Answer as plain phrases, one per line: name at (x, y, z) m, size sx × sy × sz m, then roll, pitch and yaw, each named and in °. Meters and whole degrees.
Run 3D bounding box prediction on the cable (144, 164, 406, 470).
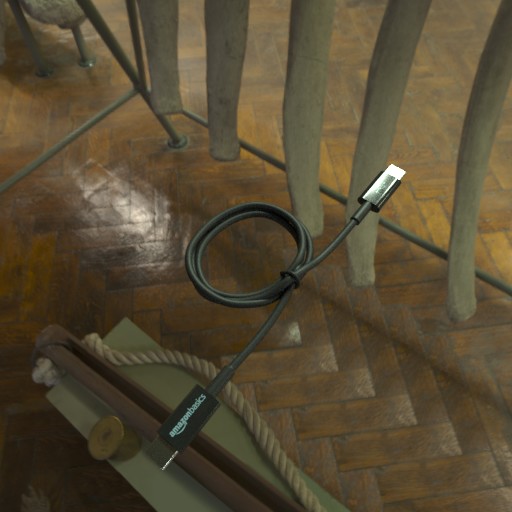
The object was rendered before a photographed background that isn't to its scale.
cable at (0.000, 0.000, 0.229) m, size 0.070 × 0.014 × 0.203 m, roll 34°, pitch 64°, yaw 19°
